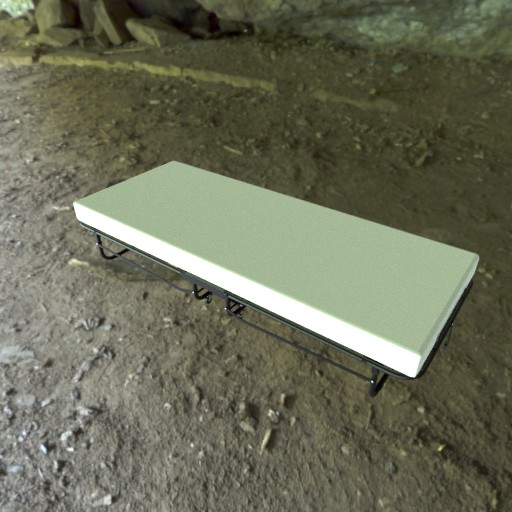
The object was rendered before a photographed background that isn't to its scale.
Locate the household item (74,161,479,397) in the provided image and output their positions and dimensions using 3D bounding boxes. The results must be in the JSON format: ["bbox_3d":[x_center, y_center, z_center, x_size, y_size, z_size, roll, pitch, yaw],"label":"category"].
[{"bbox_3d":[0.000,0.000,2.216,1.905,0.356,0.787,22,39,30],"label":"household item"}]
